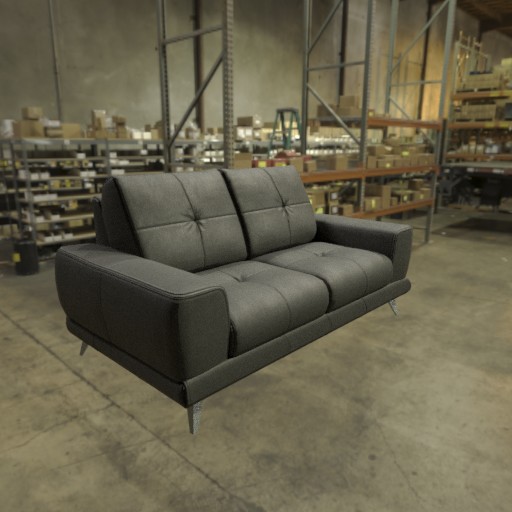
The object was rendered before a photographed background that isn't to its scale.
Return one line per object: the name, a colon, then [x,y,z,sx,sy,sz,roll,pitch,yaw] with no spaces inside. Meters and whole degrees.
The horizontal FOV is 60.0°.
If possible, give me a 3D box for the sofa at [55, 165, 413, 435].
sofa: [0.000,0.000,2.412,1.018,0.907,1.806,13,20,42]
